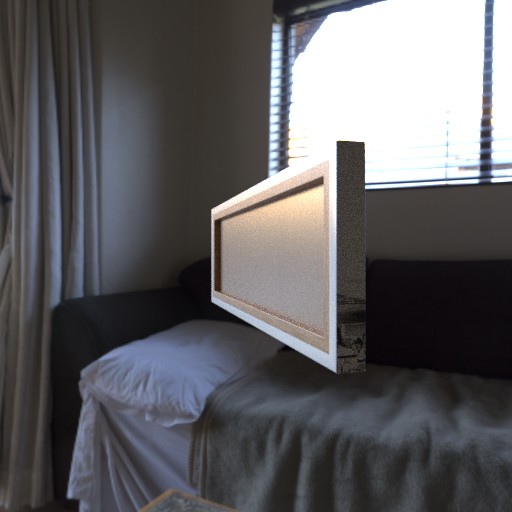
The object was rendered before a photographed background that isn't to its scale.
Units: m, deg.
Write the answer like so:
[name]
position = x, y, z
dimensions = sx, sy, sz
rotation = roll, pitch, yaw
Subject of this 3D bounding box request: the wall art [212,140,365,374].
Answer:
[wall art]
position = 0.000, 0.000, 0.857
dimensions = 0.036, 0.256, 0.766
rotation = 0, 0, -16
